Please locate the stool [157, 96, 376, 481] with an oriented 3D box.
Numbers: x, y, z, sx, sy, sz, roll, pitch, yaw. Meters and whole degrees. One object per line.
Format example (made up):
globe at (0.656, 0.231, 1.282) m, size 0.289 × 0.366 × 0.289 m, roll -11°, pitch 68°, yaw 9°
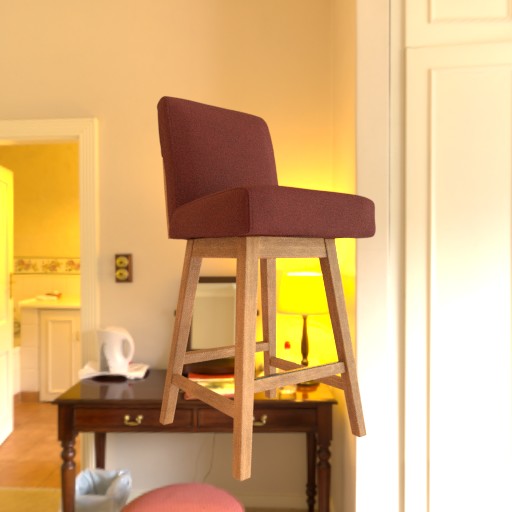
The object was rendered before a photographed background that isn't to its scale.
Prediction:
stool at (0.000, 0.000, 1.343) m, size 0.468 × 1.038 × 0.562 m, roll 0°, pitch 0°, yaw -36°
